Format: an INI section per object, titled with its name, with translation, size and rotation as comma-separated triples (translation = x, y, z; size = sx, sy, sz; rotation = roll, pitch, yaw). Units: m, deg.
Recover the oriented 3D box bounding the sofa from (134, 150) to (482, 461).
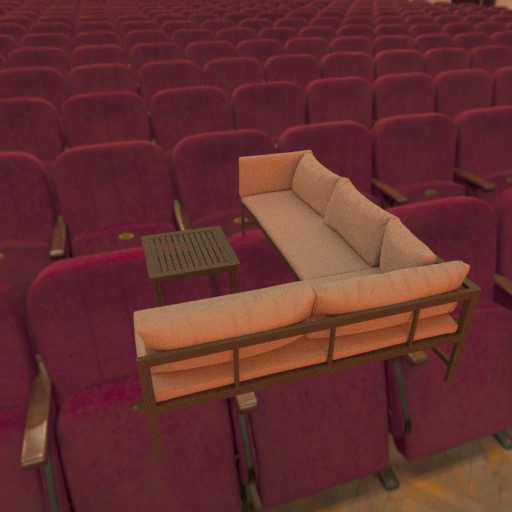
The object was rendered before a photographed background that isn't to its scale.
[sofa]
translation = 0.000, 0.000, 2.944
size = 1.658, 0.758, 2.096
rotation = -9, 31, -15
